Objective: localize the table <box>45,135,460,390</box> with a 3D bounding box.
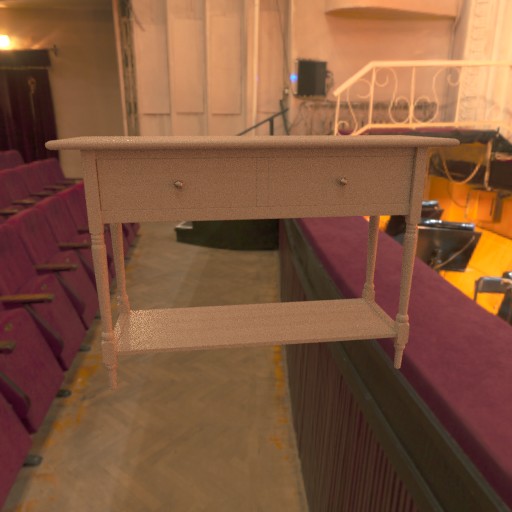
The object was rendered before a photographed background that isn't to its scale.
[{"bbox_3d":[0.000,0.000,1.566,1.197,0.808,0.384,-2,17,-7],"label":"table"}]
